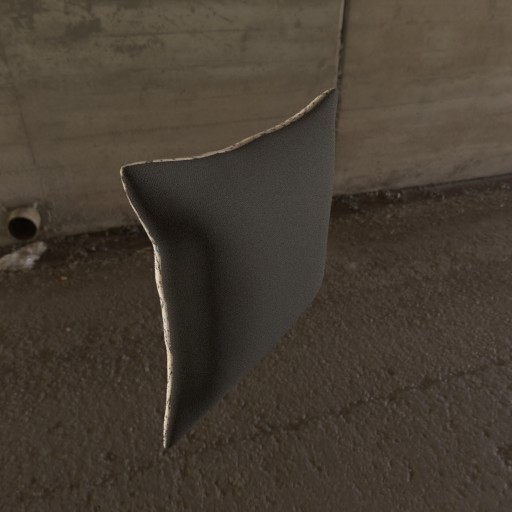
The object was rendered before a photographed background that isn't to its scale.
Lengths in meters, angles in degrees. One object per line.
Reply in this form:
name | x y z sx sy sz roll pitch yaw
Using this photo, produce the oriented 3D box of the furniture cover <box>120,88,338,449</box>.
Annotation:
furniture cover | 0.000 0.000 0.790 0.180 0.498 0.525 21 38 29
